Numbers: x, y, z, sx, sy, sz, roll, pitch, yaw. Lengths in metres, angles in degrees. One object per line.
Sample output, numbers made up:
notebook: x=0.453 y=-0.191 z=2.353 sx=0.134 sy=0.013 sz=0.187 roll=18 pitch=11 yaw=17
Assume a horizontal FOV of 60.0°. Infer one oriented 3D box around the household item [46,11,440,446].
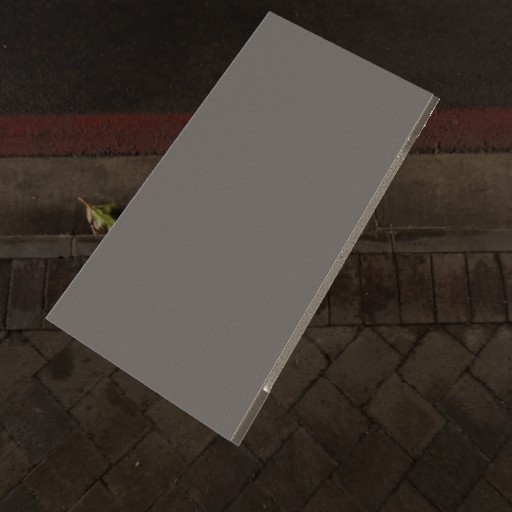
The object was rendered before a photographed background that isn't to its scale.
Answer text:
household item: x=0.000 y=0.000 z=1.295 sx=0.420 sy=0.870 sz=0.800 roll=31 pitch=78 yaw=8
